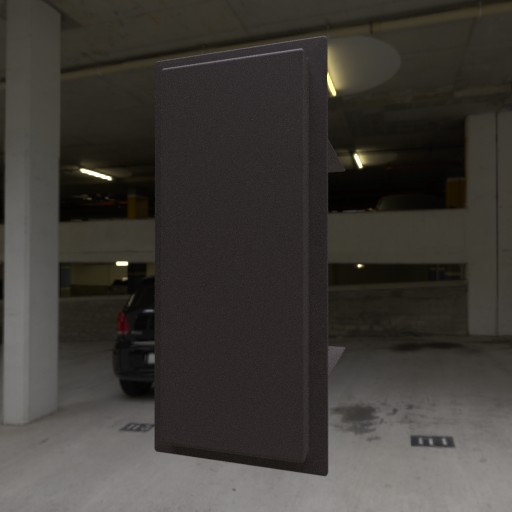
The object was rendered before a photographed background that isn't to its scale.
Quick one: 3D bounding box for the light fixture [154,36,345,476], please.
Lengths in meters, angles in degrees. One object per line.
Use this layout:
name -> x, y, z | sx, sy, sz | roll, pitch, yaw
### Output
light fixture -> 0.000, 0.000, 0.425 | 0.153, 0.347, 0.146 | 0, -1, 18
